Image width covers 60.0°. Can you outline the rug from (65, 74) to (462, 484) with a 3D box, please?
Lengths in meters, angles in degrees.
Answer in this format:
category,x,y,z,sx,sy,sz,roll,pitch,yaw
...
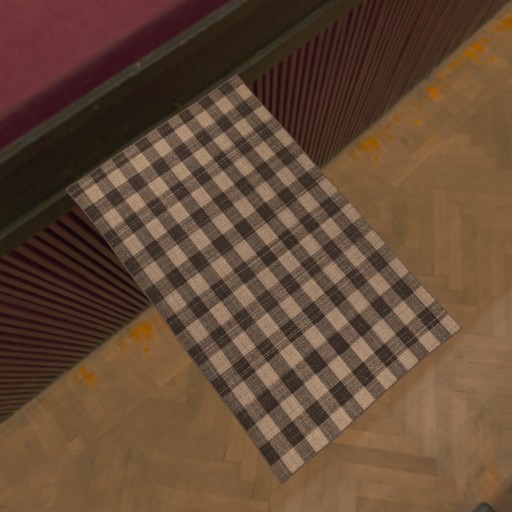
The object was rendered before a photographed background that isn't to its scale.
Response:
category,x,y,z,sx,sy,sz,roll,pitch,yaw
rug,0.000,0.000,3.066,1.554,0.011,2.476,-37,79,-9
